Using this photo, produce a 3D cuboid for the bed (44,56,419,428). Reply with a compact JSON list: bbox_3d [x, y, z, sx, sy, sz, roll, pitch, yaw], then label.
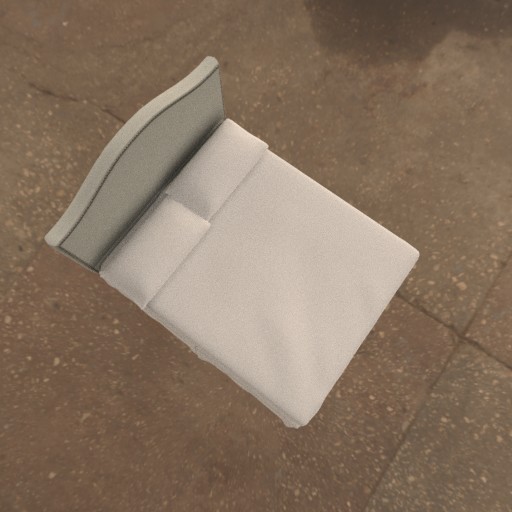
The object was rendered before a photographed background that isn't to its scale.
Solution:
[{"bbox_3d":[0.000,0.000,3.437,2.180,1.607,1.813,36,78,9],"label":"bed"}]
